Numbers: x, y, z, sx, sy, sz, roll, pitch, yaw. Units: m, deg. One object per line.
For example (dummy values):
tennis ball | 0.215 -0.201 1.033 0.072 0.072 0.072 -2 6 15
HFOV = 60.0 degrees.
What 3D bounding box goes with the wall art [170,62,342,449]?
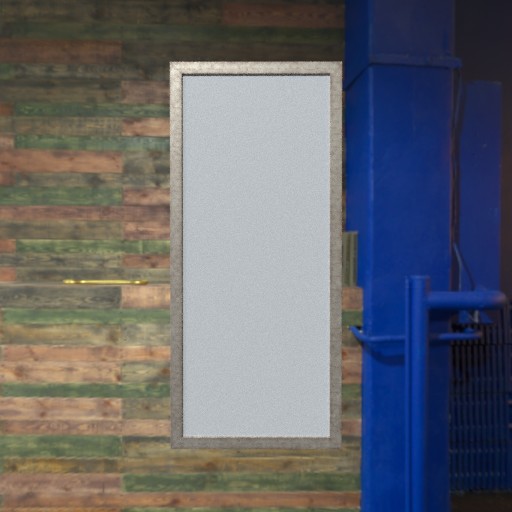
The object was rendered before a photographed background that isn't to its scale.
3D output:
wall art | 0.000 0.000 1.696 0.648 1.461 0.051 0 0 0
